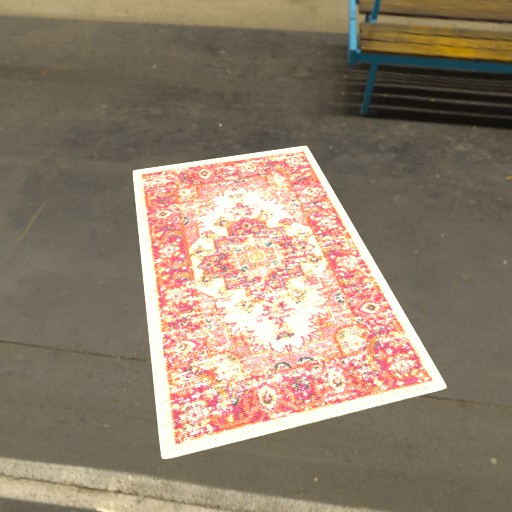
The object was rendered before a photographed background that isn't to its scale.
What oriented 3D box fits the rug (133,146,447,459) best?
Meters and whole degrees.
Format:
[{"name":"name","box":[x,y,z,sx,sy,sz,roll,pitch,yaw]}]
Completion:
[{"name":"rug","box":[0.000,0.000,1.106,0.556,0.004,0.868,-10,48,-9]}]
